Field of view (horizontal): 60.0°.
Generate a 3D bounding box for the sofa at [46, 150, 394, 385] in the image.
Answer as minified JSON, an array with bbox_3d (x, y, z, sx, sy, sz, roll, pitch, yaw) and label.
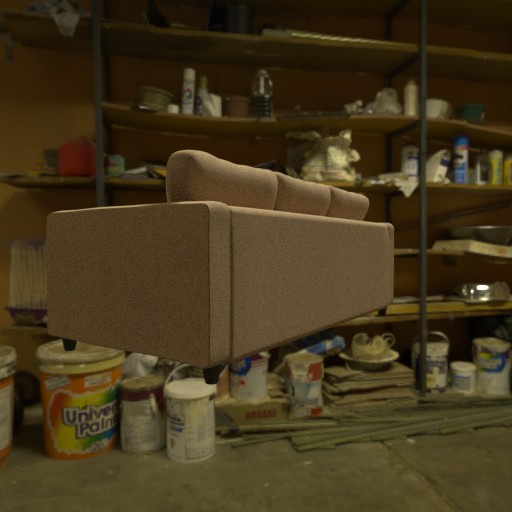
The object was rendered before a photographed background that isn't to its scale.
[{"bbox_3d":[0.000,0.000,2.398,0.930,0.800,1.855,1,2,35],"label":"sofa"}]
